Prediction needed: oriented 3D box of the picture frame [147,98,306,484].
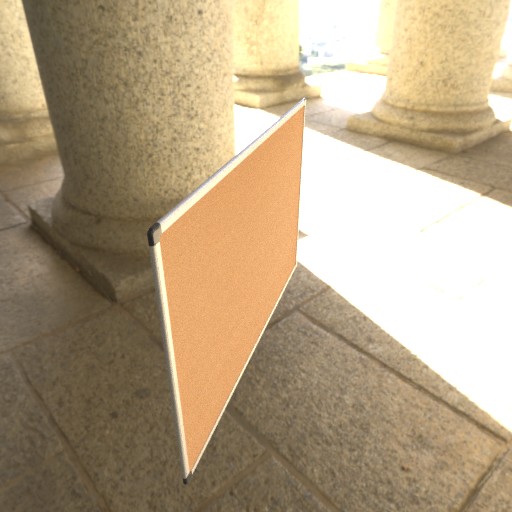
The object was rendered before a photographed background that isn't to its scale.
[{"bbox_3d":[0.000,0.000,1.126,0.010,0.600,0.900,10,33,16],"label":"picture frame"}]
